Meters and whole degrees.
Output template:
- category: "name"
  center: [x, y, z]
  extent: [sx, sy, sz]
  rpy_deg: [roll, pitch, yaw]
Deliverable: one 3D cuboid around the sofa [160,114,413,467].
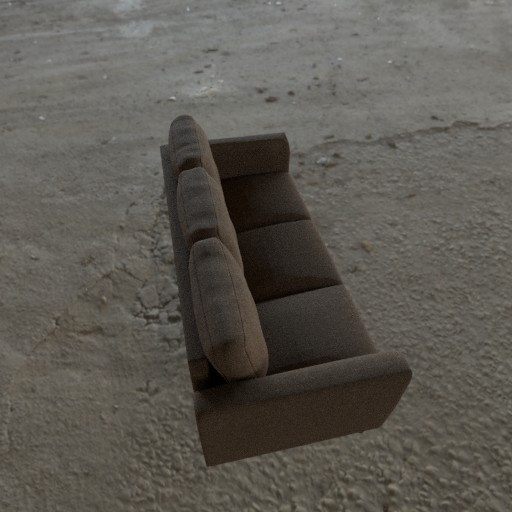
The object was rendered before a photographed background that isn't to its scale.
- category: "sofa"
  center: [0.000, 0.000, 2.345]
  extent: [0.837, 0.891, 1.847]
  rpy_deg: [-9, 45, -9]
